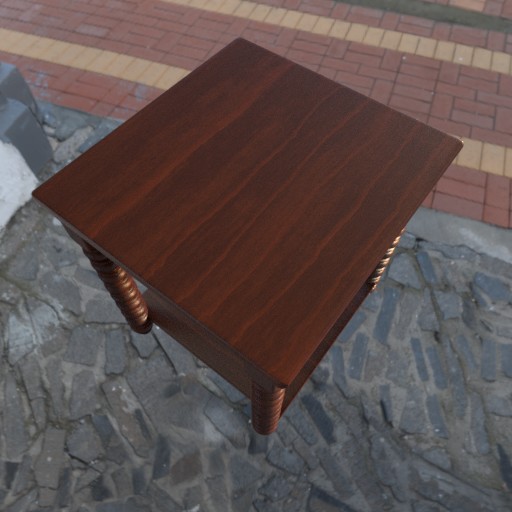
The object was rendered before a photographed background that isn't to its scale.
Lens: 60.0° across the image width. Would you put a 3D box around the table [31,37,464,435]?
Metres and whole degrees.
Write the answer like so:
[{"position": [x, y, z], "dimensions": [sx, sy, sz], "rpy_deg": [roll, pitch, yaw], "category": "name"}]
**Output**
[{"position": [0.000, 0.000, 0.971], "dimensions": [0.500, 0.567, 0.533], "rpy_deg": [33, 64, 19], "category": "table"}]
